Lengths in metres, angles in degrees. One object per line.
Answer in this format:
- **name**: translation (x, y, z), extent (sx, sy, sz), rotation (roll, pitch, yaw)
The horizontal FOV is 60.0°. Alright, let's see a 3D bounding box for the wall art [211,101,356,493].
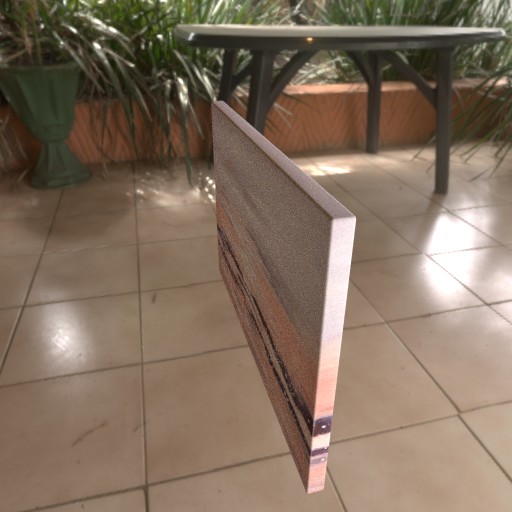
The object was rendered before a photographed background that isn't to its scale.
- **wall art**: translation (0.000, 0.000, 1.137), extent (0.038, 0.609, 0.913), rotation (-8, 30, -13)
